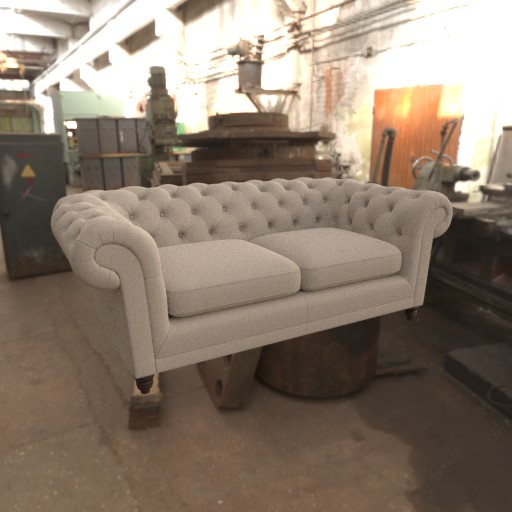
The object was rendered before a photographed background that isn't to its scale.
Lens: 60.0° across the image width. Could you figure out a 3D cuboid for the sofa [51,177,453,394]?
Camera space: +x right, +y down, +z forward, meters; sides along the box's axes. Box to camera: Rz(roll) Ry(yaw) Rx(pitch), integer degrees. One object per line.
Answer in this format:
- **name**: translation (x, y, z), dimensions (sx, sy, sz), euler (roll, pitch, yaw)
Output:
- **sofa**: translation (0.000, 0.000, 2.463), dimensions (1.998, 0.764, 0.986), euler (-8, 17, -28)
